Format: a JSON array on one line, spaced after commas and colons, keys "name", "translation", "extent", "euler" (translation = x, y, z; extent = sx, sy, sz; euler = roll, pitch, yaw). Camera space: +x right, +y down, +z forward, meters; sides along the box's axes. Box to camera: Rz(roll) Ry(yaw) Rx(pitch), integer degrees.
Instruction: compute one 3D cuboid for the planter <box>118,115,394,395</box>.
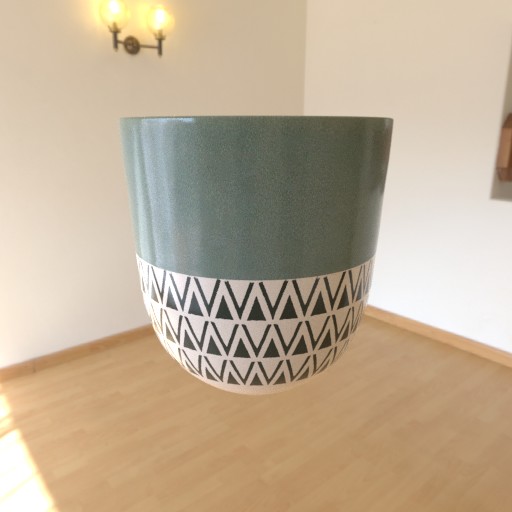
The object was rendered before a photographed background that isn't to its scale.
[{"name": "planter", "translation": [0.000, 0.000, 0.362], "extent": [0.198, 0.214, 0.198], "euler": [0, 16, 0]}]
